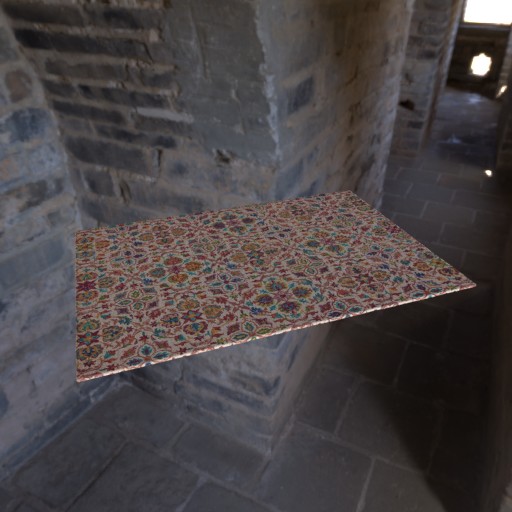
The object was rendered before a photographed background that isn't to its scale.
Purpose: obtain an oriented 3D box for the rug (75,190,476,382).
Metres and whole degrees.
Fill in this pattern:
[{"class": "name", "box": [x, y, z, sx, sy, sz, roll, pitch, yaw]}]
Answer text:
[{"class": "rug", "box": [0.000, 0.000, 2.984, 2.297, 0.018, 1.541, -10, 33, -16]}]
